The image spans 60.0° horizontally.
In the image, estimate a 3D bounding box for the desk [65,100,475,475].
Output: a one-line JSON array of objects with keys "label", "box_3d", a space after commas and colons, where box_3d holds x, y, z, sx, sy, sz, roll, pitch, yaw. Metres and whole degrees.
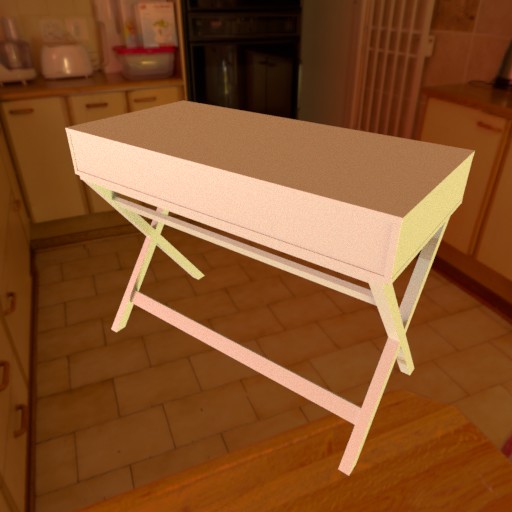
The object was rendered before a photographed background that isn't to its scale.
[{"label": "desk", "box_3d": [0.000, 0.000, 1.454, 1.057, 0.780, 0.525, 21, 36, 31]}]
